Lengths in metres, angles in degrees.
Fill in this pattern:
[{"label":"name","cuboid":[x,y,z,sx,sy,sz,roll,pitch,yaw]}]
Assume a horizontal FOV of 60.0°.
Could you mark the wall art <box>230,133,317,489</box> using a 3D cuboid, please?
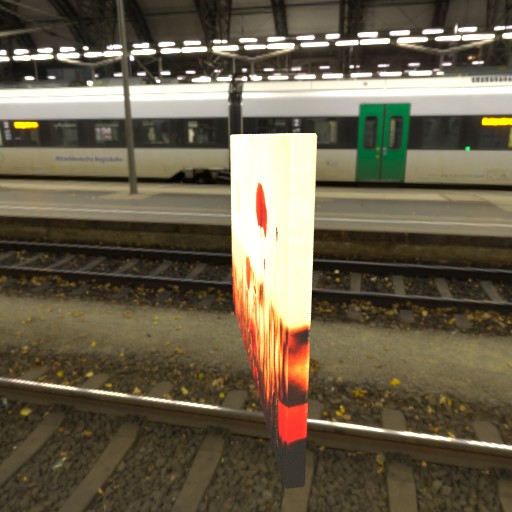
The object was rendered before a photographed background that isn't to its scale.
[{"label":"wall art","cuboid":[0.000,0.000,1.139,0.038,0.602,0.918,-2,15,-8]}]
